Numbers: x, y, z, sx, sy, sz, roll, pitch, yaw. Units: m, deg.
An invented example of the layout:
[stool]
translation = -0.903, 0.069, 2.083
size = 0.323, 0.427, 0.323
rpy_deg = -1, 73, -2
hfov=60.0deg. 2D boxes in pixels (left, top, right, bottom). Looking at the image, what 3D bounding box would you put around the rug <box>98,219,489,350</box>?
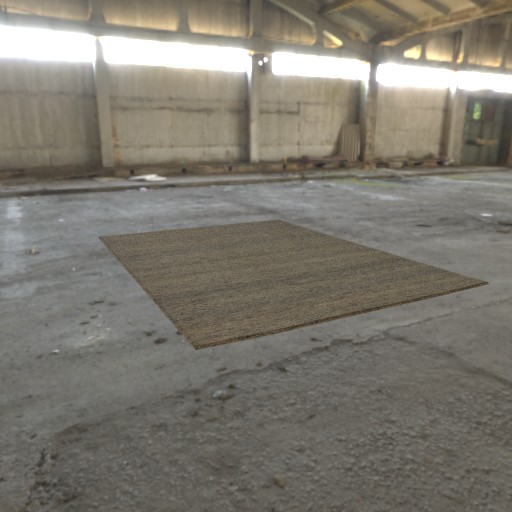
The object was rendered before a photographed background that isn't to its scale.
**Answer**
[rug]
translation = 0.000, 0.000, 4.266
size = 2.414, 0.036, 3.199
rpy_deg = -8, 17, -27
